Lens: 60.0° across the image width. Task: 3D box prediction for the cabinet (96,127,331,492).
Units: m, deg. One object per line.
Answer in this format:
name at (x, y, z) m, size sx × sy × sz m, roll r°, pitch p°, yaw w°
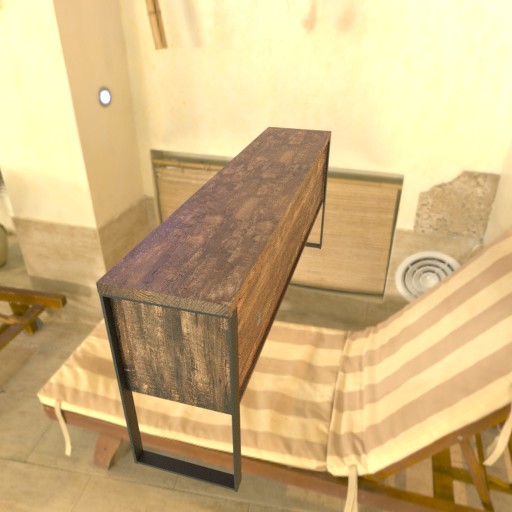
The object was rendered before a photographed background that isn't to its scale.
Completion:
cabinet at (0.000, 0.000, 2.080) m, size 0.395 × 0.762 × 1.800 m, roll 8°, pitch 31°, yaw 14°
